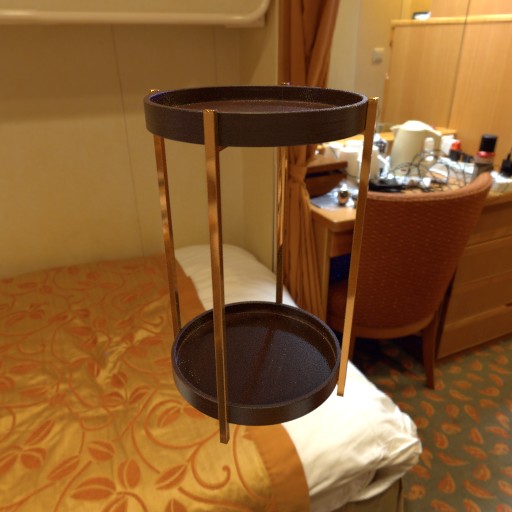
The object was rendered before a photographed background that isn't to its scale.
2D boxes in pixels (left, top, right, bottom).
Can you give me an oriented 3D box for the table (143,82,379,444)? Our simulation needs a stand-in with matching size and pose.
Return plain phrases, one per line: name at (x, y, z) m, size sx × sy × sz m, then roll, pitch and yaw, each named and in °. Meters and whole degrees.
table at (0.000, 0.000, 0.879) m, size 0.400 × 0.610 × 0.400 m, roll 8°, pitch 28°, yaw 16°
